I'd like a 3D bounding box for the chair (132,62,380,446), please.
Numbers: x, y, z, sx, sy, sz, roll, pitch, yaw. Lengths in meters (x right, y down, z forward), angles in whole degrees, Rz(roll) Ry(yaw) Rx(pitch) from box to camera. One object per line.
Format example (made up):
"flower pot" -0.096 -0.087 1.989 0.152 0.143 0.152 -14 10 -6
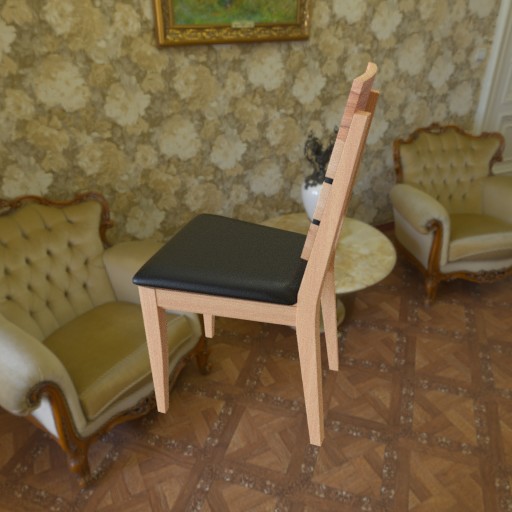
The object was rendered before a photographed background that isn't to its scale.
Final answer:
"chair" 0.000 0.000 1.185 0.520 0.940 0.410 9 30 15
